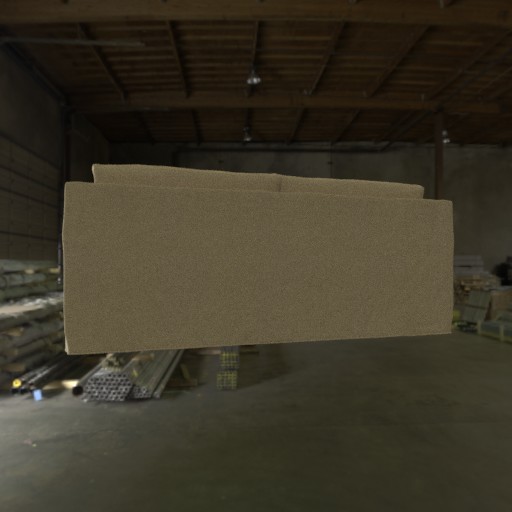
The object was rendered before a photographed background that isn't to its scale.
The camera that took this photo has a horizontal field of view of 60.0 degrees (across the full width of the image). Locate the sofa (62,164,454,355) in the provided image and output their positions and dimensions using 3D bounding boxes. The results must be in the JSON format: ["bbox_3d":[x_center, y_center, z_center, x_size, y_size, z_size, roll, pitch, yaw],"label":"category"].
[{"bbox_3d":[0.000,0.000,2.527,1.959,0.835,0.962,0,-1,-17],"label":"sofa"}]
